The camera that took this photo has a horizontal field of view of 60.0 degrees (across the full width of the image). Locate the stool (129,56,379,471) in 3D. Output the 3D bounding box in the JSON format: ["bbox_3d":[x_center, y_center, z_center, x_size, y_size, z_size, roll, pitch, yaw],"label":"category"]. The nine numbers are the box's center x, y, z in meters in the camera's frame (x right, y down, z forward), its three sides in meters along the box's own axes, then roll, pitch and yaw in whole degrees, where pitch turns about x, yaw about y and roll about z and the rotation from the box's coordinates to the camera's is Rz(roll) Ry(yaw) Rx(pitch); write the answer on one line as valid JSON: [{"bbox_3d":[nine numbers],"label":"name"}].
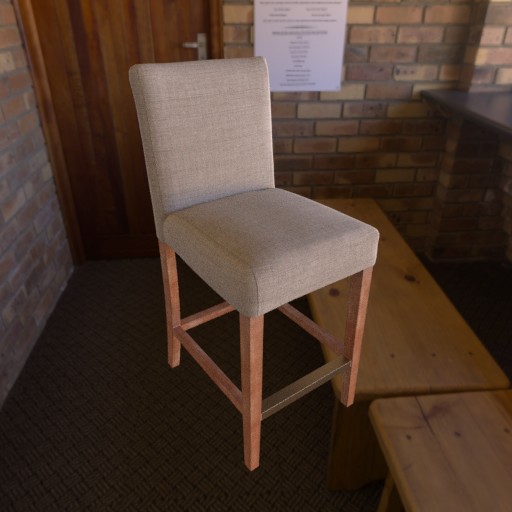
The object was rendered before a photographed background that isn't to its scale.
[{"bbox_3d":[0.000,0.000,1.323,0.454,1.039,0.567,-20,35,-31],"label":"stool"}]
